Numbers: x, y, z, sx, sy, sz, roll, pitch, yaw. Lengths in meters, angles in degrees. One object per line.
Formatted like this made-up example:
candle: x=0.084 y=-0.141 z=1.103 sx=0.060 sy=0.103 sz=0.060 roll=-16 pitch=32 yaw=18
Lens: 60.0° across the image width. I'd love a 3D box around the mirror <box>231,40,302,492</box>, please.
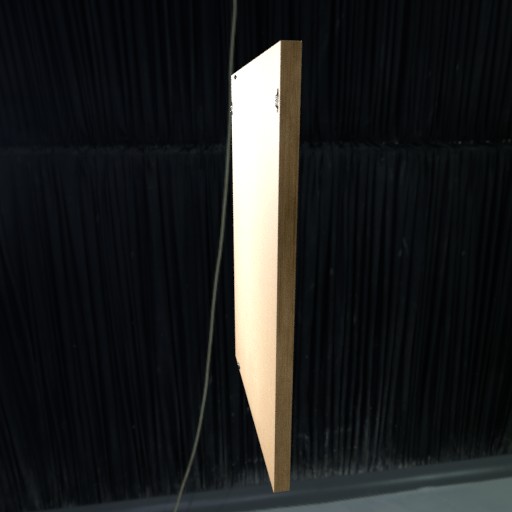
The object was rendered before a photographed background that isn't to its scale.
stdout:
mirror: x=0.000 y=0.000 z=1.139 sx=0.041 sy=0.915 sz=0.609 roll=-3 pitch=17 yaw=-10
